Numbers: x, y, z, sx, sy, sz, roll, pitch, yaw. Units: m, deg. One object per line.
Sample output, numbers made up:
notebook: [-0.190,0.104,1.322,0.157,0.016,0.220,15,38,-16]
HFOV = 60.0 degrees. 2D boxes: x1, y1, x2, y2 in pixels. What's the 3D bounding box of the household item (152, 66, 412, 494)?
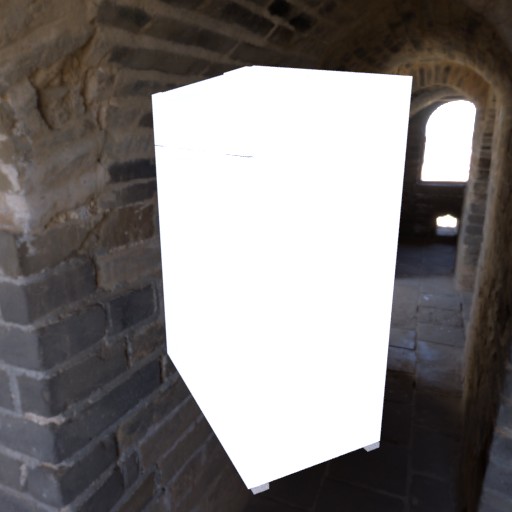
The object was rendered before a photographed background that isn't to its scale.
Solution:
household item: [0.000,0.000,1.412,0.420,1.010,0.790,-7,17,-25]
